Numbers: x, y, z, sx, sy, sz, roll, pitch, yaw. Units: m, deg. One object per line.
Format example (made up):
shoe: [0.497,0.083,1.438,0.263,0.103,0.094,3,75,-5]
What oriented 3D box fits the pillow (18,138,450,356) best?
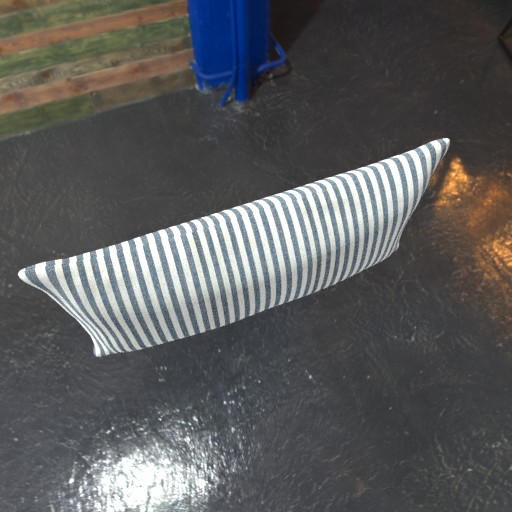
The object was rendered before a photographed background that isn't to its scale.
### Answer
pillow: [0.000,0.000,0.716,0.617,0.295,0.151,-19,60,-11]
